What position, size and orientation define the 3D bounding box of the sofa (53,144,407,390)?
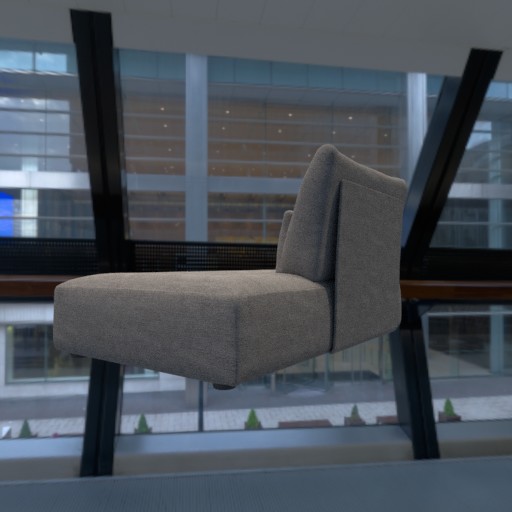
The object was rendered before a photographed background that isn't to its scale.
[{"bbox_3d":[0.000,0.000,2.063,1.002,0.820,1.450,-1,-1,36],"label":"sofa"}]
